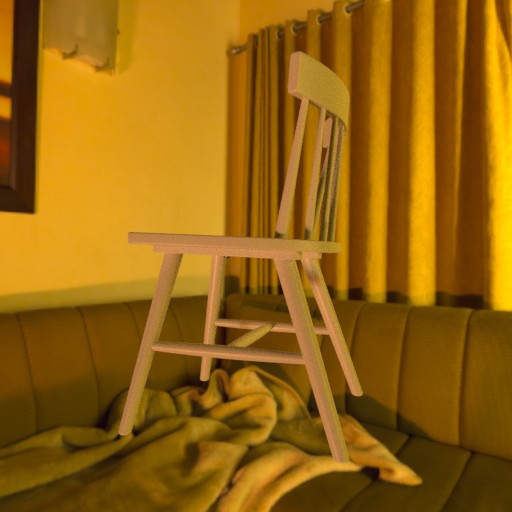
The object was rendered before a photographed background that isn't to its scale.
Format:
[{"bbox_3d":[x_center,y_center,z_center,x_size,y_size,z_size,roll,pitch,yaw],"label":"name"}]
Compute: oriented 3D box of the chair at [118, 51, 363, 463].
[{"bbox_3d":[0.000,0.000,1.117,0.500,0.787,0.483,0,0,17],"label":"chair"}]
